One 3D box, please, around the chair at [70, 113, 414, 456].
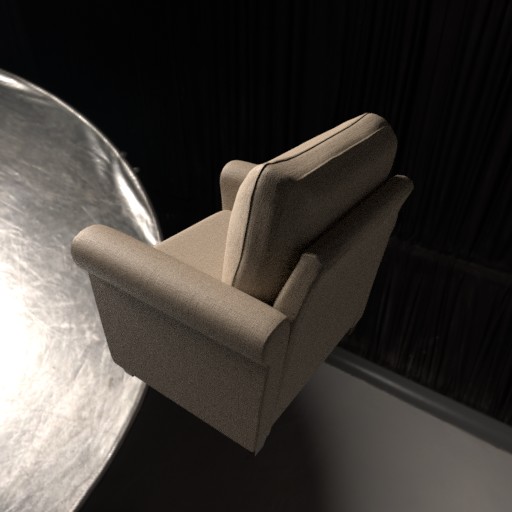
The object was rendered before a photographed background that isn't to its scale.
[{"bbox_3d":[0.000,0.000,2.219,1.180,1.349,1.275,21,38,29],"label":"chair"}]
